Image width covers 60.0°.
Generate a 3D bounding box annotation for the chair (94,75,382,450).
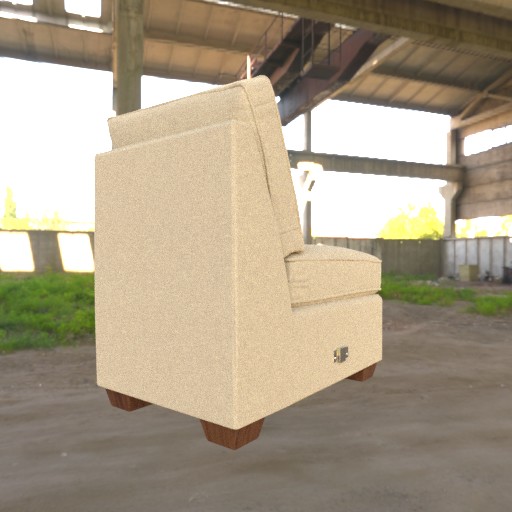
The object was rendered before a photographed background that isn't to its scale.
[{"bbox_3d":[0.000,0.000,1.605,0.621,0.970,0.938,0,0,38],"label":"chair"}]
